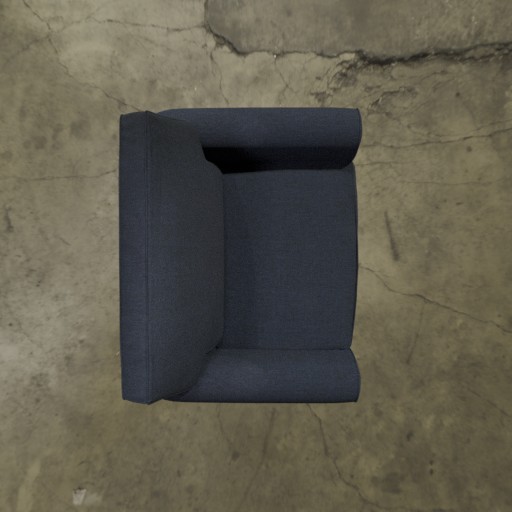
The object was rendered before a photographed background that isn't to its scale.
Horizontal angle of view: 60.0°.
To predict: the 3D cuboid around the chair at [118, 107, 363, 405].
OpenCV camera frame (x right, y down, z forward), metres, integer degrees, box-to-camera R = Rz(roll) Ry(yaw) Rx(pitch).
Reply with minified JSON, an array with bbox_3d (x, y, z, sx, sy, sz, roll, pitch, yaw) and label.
[{"bbox_3d":[0.000,0.000,2.014,0.963,1.044,1.285,0,92,1],"label":"chair"}]
